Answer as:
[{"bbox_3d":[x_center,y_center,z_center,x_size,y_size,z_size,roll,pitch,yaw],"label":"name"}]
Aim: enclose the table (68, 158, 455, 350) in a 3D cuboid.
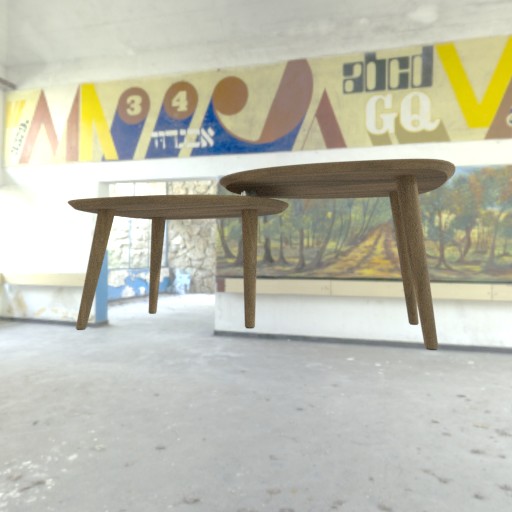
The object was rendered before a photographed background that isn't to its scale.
[{"bbox_3d":[0.000,0.000,1.331,1.084,0.429,0.527,0,0,17],"label":"table"}]
